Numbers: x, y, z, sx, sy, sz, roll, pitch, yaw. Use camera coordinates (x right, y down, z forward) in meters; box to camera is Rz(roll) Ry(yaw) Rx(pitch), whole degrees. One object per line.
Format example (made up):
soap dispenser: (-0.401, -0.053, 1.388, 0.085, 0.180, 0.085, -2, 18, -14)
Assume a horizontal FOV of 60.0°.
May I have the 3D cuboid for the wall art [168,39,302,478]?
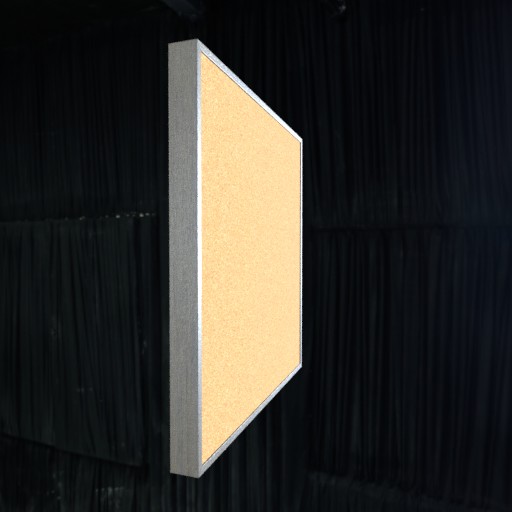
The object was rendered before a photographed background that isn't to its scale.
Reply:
wall art: (0.000, 0.000, 0.756, 0.037, 0.507, 0.507, 0, 1, 19)
